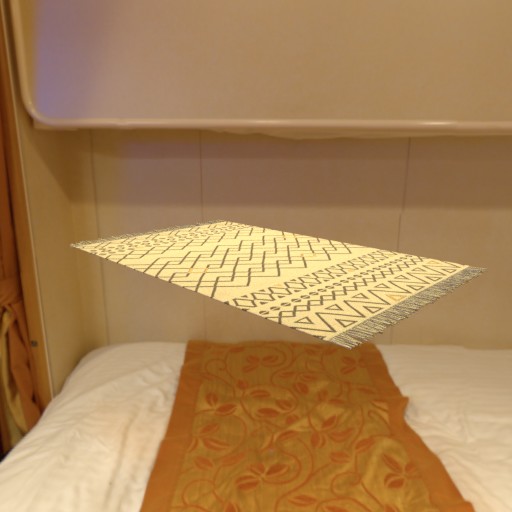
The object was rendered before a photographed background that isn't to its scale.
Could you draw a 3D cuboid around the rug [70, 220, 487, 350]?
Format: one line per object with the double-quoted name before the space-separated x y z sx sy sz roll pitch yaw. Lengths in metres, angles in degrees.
"rug" 0.000 0.000 2.987 2.472 0.035 1.495 14 20 43
